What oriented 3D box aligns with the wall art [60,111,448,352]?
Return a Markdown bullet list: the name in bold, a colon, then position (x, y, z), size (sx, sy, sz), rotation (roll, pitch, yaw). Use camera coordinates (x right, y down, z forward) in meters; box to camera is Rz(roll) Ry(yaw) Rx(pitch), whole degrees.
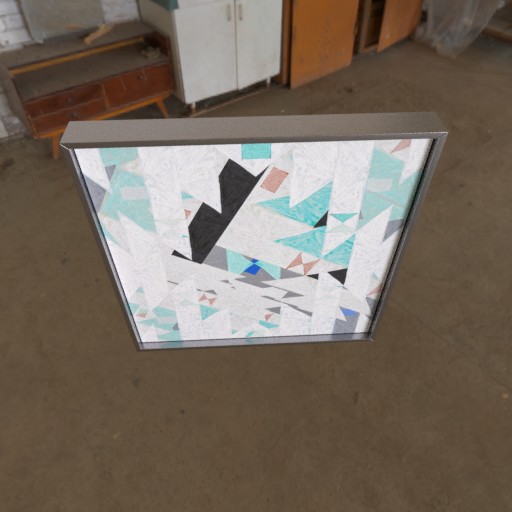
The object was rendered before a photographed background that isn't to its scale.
- **wall art**: position (0.000, 0.000, 0.538), size (0.350, 0.350, 0.038), rotation (-2, 47, -2)
